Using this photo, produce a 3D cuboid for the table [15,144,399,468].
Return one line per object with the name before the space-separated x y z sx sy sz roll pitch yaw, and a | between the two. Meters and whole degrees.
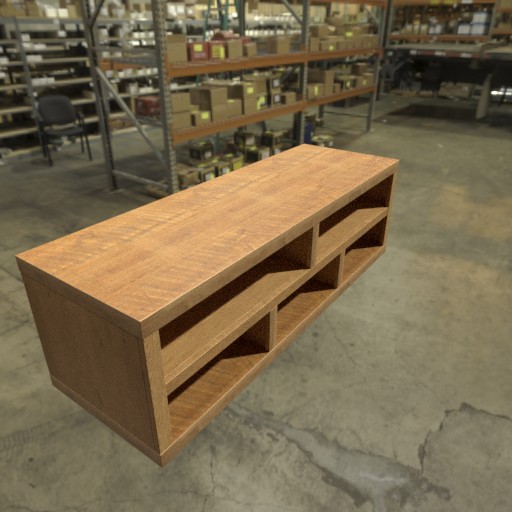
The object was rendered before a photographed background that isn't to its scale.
table | 0.000 0.000 1.699 0.499 0.491 1.499 19 33 31
